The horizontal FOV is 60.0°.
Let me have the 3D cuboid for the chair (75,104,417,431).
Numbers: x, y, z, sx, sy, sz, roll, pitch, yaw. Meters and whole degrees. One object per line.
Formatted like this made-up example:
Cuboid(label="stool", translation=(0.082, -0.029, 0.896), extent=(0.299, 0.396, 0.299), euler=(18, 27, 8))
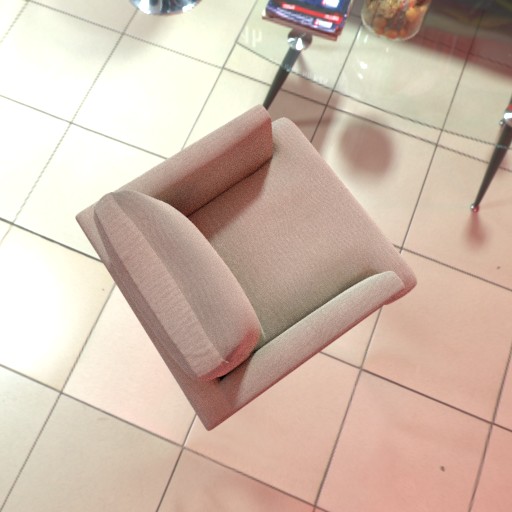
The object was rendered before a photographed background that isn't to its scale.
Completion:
Cuboid(label="chair", translation=(0.000, 0.000, 1.639), extent=(0.899, 0.957, 0.858), euler=(-34, 77, -9))
